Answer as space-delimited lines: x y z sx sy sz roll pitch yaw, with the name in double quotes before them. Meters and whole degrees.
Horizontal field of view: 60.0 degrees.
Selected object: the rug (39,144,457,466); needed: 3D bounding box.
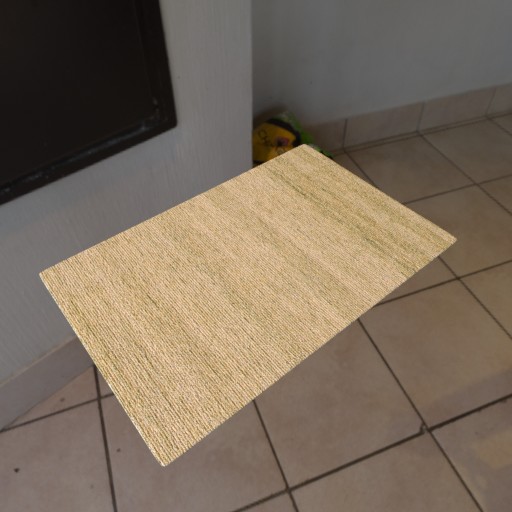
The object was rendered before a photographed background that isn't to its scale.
"rug" 0.000 0.000 2.197 1.758 0.010 1.143 -31 54 -26
